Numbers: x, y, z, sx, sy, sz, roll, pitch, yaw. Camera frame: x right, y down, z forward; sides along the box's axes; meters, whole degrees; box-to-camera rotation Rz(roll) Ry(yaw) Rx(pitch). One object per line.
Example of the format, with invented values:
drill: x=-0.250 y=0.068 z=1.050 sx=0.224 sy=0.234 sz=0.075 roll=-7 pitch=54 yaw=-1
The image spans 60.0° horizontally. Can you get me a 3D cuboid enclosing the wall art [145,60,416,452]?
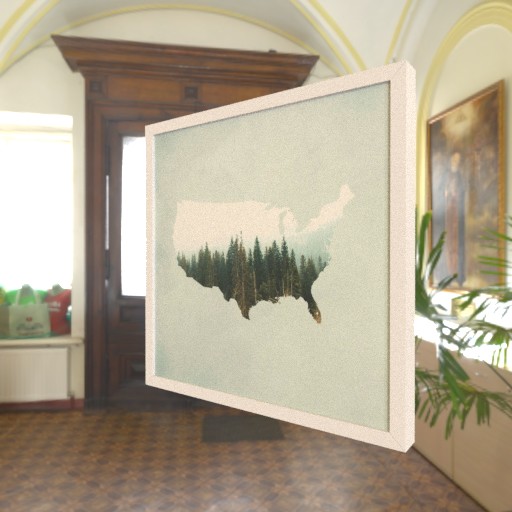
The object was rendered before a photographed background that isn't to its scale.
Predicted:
wall art: x=0.000 y=0.000 z=0.740 sx=0.509 sy=0.509 sz=0.040 roll=0 pitch=1 yaw=36
